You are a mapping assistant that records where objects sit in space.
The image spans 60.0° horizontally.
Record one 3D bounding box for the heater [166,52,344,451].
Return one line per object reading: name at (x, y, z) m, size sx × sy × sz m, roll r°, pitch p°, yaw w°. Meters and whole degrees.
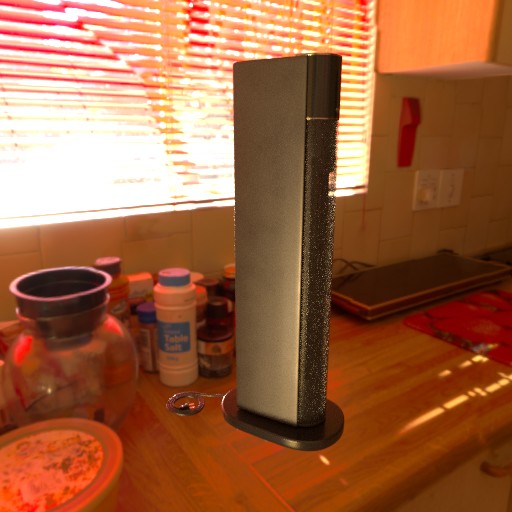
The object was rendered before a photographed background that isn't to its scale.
heater at (0.000, 0.000, 1.052) m, size 0.458 × 0.856 × 0.214 m, roll 7°, pitch 17°, yaw 25°
